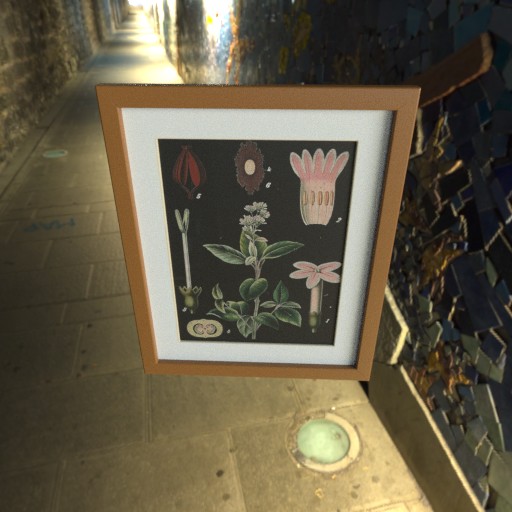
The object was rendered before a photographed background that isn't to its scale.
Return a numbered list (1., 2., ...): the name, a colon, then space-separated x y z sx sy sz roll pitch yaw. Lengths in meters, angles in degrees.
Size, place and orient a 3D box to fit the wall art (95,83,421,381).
1. wall art: 0.000 0.000 0.755 0.449 0.550 0.021 1 30 2
